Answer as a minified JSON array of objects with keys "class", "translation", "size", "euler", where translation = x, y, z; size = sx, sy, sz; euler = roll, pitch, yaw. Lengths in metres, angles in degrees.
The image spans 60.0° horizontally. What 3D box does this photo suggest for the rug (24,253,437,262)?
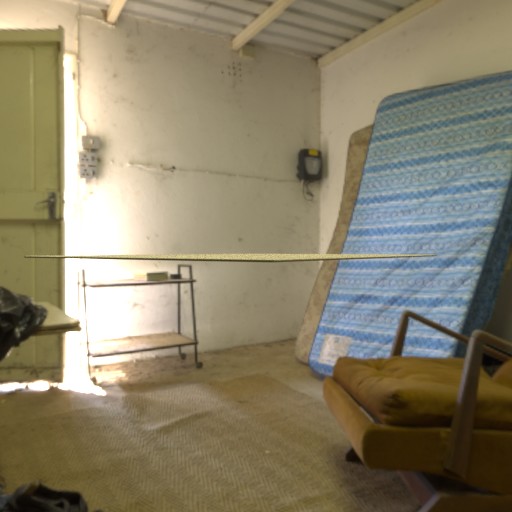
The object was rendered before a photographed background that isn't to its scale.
[{"class":"rug","translation":[0.000,0.000,4.101],"size":[2.441,0.015,3.050],"euler":[1,1,36]}]
